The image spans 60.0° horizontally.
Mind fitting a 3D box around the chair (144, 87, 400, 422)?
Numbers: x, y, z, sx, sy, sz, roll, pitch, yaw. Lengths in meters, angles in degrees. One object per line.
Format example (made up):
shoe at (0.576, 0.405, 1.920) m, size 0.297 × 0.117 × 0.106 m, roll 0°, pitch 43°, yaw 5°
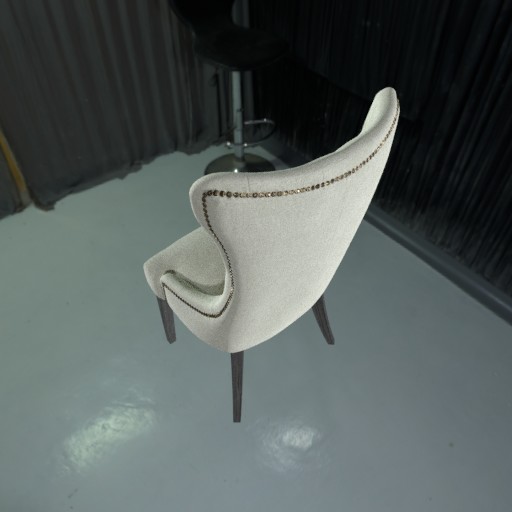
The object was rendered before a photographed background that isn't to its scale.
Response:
chair at (0.000, 0.000, 1.391) m, size 0.584 × 1.065 × 0.590 m, roll -32°, pitch 54°, yaw -27°
